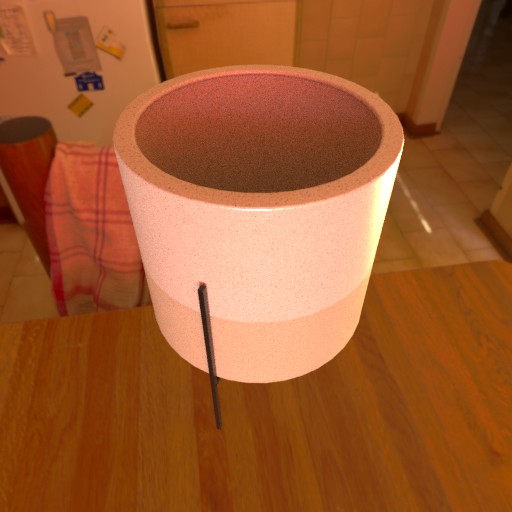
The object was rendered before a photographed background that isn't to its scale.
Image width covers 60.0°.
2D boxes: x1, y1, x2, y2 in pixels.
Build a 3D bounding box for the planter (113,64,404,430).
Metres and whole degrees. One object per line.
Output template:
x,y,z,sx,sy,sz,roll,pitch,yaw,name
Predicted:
0.000,0.000,0.724,0.359,0.484,0.368,-30,52,-27,planter
